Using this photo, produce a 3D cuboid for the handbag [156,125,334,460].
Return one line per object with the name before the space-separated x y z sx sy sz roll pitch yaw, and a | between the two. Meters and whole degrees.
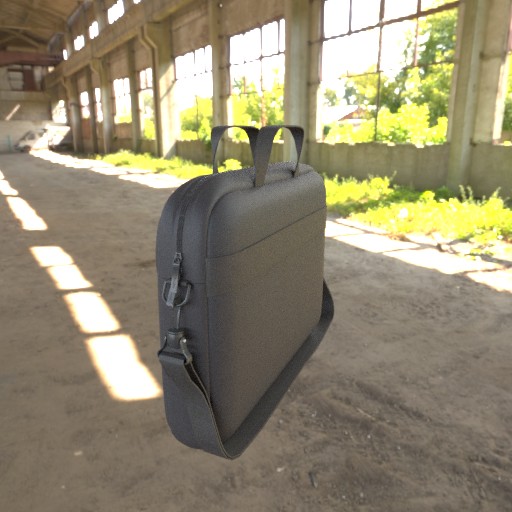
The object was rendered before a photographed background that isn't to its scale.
handbag | 0.000 0.000 0.585 0.126 0.330 0.429 7 17 24
